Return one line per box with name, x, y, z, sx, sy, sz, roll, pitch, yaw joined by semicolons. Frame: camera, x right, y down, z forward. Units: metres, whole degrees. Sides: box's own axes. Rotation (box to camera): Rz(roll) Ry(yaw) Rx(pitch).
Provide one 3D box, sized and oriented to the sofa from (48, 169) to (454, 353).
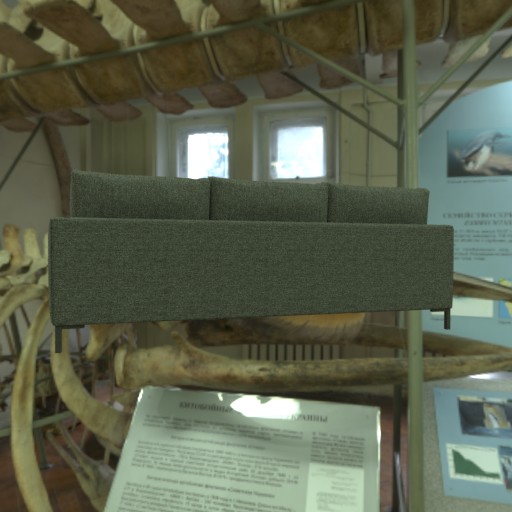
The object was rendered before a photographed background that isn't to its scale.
sofa;0.000;0.000;2.750;2.253;0.879;0.876;0;1;-16
